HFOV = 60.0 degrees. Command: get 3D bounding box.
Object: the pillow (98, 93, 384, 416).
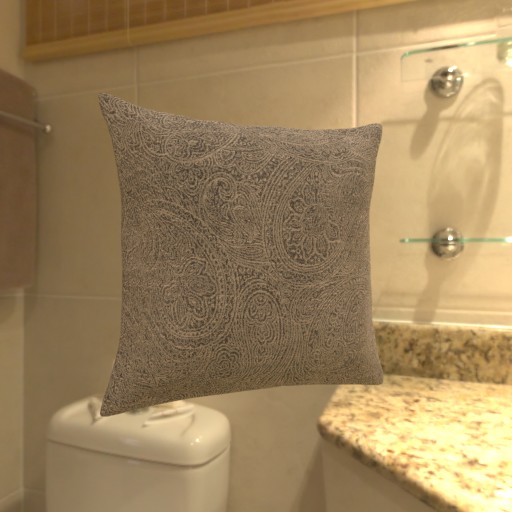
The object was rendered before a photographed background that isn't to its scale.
[{"bbox_3d":[0.000,0.000,0.779,0.523,0.510,0.166,0,0,-18],"label":"pillow"}]
